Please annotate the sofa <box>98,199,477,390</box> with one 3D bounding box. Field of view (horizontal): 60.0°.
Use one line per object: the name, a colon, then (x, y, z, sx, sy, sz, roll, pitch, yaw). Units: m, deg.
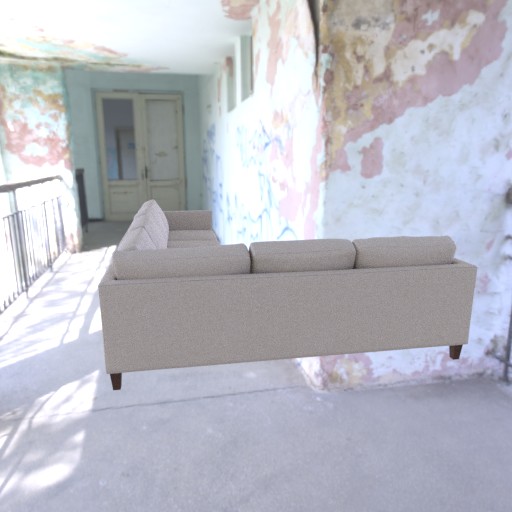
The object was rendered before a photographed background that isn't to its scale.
sofa: (0.000, 0.000, 4.292, 2.432, 0.863, 3.182, -2, 14, -10)
